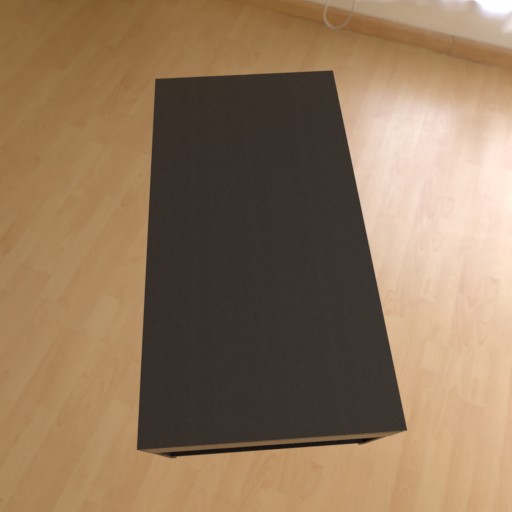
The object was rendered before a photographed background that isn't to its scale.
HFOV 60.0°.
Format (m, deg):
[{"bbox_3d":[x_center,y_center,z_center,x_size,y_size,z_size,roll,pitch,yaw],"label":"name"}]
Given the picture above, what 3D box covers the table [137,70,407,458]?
[{"bbox_3d":[0.000,0.000,1.377,0.574,0.435,1.095,-3,63,-2],"label":"table"}]
